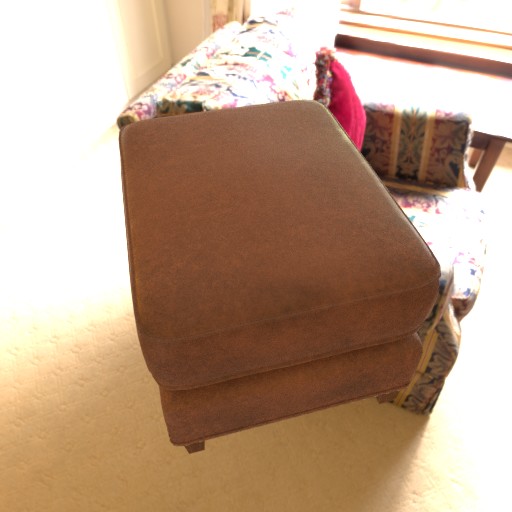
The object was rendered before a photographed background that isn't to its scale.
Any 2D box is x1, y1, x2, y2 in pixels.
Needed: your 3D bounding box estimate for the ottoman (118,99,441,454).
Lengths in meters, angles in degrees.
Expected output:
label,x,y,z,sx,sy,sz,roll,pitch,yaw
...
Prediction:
label,x,y,z,sx,sy,sz,roll,pitch,yaw
ottoman,0.000,0.000,1.135,0.589,0.537,0.738,-11,48,-10
